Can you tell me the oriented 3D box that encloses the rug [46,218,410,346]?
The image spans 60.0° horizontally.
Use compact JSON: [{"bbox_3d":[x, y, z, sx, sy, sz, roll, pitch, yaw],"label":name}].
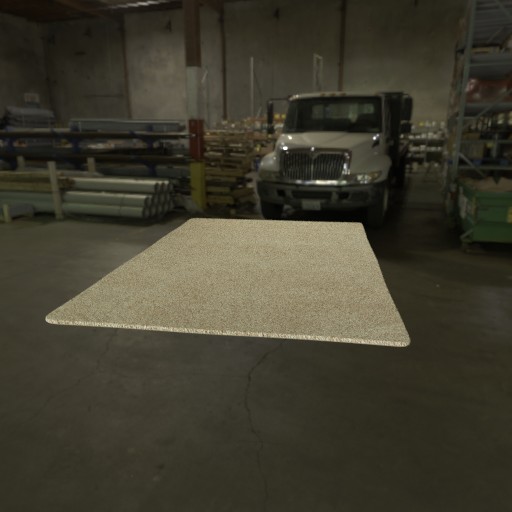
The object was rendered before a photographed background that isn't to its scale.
[{"bbox_3d":[0.000,0.000,3.392,1.801,0.024,2.700,2,16,8],"label":"rug"}]
